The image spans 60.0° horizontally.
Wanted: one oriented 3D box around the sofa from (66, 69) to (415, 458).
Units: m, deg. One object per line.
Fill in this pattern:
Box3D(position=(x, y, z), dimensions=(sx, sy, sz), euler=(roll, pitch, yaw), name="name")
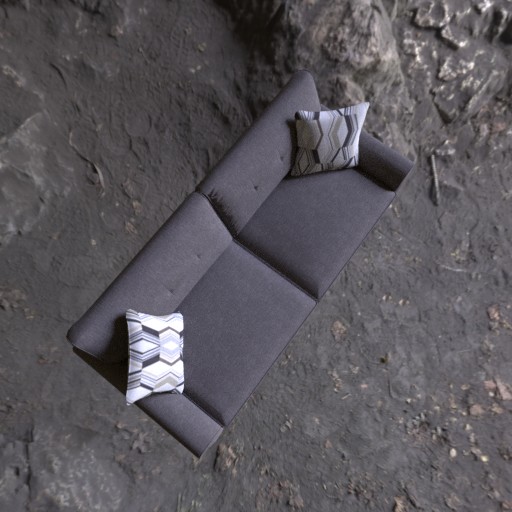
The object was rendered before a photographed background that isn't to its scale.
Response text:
Box3D(position=(0.000, 0.000, 2.550), dimensions=(0.889, 0.813, 2.032), euler=(36, 76, 10), name="sofa")
